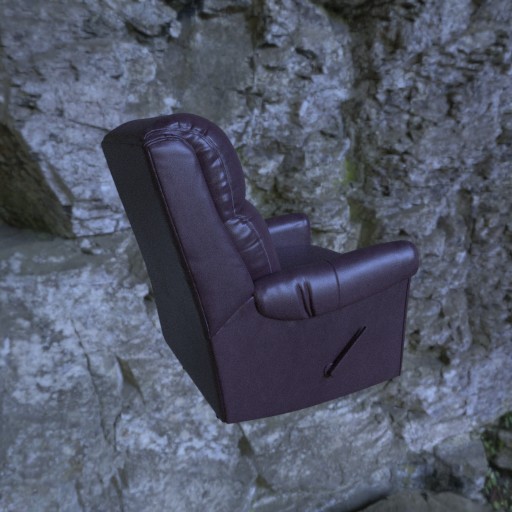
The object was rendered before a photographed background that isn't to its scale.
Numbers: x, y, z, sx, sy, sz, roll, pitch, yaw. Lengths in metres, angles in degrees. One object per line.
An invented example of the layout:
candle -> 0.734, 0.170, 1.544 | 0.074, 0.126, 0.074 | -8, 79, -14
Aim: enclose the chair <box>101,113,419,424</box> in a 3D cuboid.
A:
chair -> 0.000, 0.000, 1.767 | 1.014, 1.054, 0.838 | -7, 17, -26
